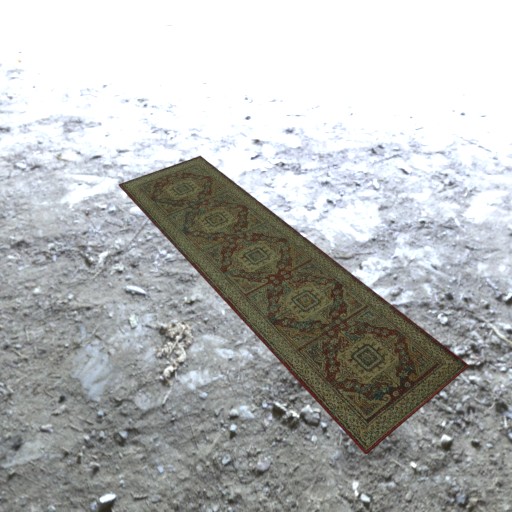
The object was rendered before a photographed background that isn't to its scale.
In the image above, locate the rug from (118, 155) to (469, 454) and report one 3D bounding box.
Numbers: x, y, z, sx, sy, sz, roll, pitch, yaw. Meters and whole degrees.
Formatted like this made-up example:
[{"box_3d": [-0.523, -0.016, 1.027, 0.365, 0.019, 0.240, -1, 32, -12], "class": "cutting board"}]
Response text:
[{"box_3d": [0.000, 0.000, 2.502, 0.659, 0.015, 2.292, -26, 48, -26], "class": "rug"}]
